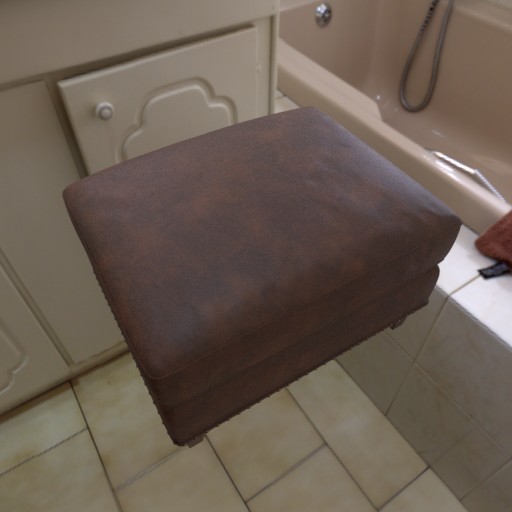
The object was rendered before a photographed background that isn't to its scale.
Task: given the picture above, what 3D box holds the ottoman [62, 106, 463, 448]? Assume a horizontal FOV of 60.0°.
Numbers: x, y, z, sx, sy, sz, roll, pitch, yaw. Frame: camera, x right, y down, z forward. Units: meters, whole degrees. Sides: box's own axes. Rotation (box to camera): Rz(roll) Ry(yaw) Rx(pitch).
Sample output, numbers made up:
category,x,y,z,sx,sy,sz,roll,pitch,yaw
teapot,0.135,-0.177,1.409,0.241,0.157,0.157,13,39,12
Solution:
category,x,y,z,sx,sy,sz,roll,pitch,yaw
ottoman,0.000,0.000,1.126,0.742,0.486,0.586,-24,52,-20
